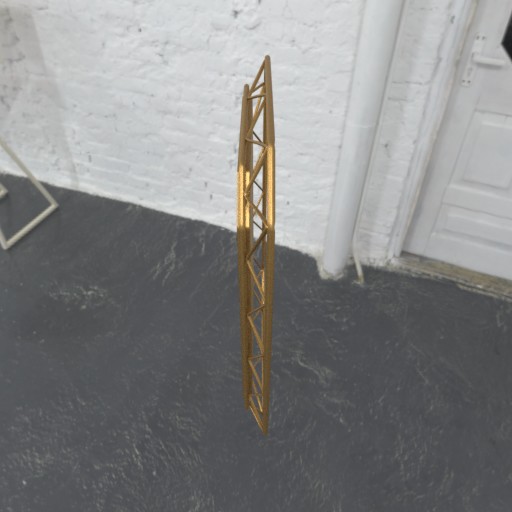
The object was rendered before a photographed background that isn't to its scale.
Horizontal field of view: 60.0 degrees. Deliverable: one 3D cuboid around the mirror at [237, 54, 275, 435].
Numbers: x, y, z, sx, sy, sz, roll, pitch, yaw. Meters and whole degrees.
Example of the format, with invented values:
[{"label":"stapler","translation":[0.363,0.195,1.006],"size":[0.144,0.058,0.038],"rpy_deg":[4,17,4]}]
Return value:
[{"label":"mirror","translation":[0.000,0.000,0.745],"size":[0.042,0.566,0.417],"rpy_deg":[0,42,0]}]
